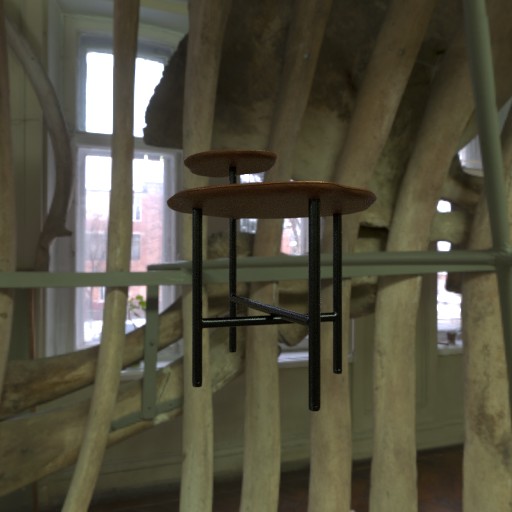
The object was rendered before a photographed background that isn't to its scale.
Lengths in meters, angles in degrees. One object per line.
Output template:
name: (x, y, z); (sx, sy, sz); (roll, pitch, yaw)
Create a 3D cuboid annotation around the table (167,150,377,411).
table: (0.000, 0.000, 1.070); (0.442, 0.538, 0.759); (0, 0, -18)
